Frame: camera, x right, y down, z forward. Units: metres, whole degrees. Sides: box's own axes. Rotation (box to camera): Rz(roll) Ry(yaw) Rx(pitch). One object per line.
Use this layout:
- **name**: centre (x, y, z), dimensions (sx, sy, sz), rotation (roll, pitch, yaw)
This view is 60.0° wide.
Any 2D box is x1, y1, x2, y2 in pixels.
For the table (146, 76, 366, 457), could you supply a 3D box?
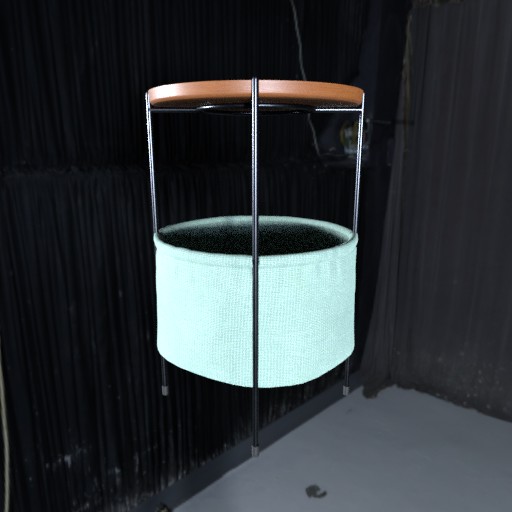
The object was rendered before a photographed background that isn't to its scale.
- **table**: centre (0.000, 0.000, 0.891), dimensions (0.400, 0.623, 0.400), rotation (-14, 20, -43)
